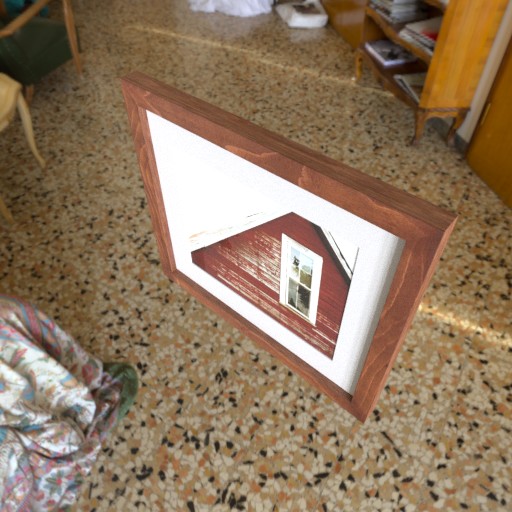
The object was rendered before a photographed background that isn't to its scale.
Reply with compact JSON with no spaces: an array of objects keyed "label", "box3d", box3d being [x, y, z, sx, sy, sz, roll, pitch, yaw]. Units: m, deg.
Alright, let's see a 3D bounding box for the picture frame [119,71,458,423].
[{"label":"picture frame","box3d":[0.000,0.000,0.531,0.381,0.330,0.025,32,54,27]}]
